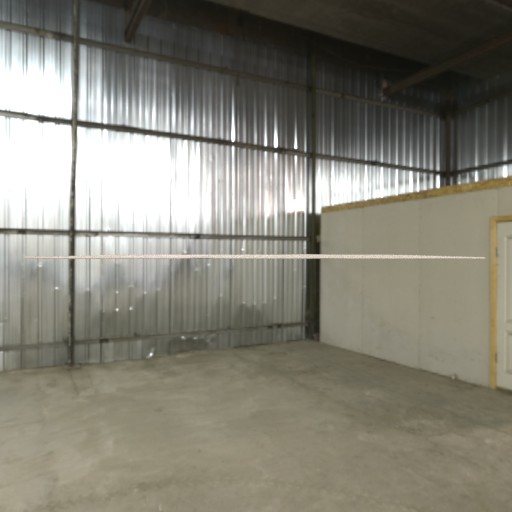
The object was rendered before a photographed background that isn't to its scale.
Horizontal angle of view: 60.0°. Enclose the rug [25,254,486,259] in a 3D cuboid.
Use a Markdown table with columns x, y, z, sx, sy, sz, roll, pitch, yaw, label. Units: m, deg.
| x | y | z | sx | sy | sz | roll | pitch | yaw | label |
| --- | --- | --- | --- | --- | --- | --- | --- | --- | --- |
| 0.000 | 0.000 | 4.434 | 3.357 | 0.019 | 2.449 | 0 | 1 | 1 | rug |
